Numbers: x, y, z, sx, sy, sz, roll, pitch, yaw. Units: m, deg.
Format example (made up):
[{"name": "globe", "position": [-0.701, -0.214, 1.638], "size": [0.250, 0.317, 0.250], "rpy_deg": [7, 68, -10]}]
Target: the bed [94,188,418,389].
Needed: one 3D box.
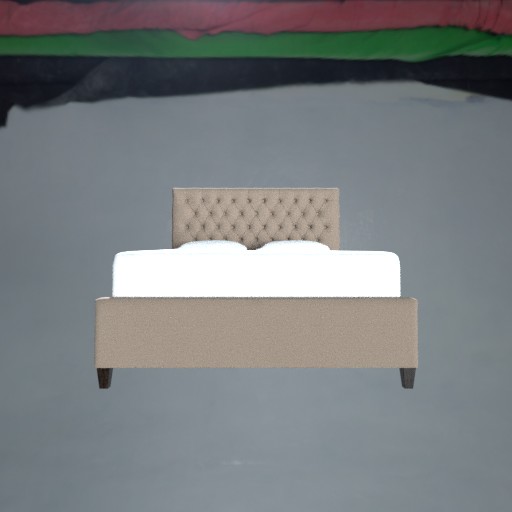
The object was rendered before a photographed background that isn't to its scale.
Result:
[{"name": "bed", "position": [0.000, 0.000, 3.392], "size": [1.696, 1.426, 2.233], "rpy_deg": [0, -1, 0]}]
